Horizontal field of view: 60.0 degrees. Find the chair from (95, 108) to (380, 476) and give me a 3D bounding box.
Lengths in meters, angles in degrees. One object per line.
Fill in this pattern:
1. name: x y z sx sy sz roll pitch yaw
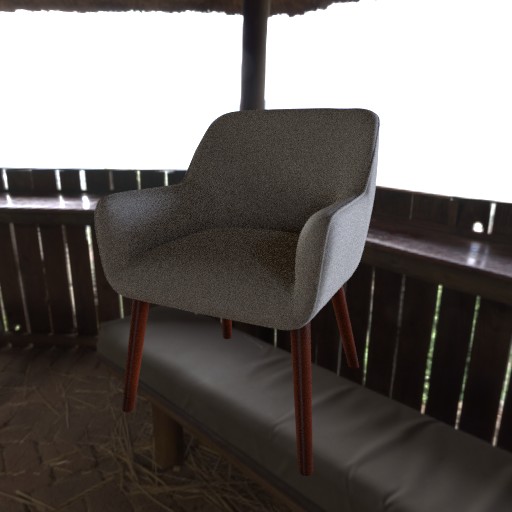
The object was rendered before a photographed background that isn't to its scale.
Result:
1. chair: 0.000 0.000 1.248 0.610 0.813 0.610 8 17 26
